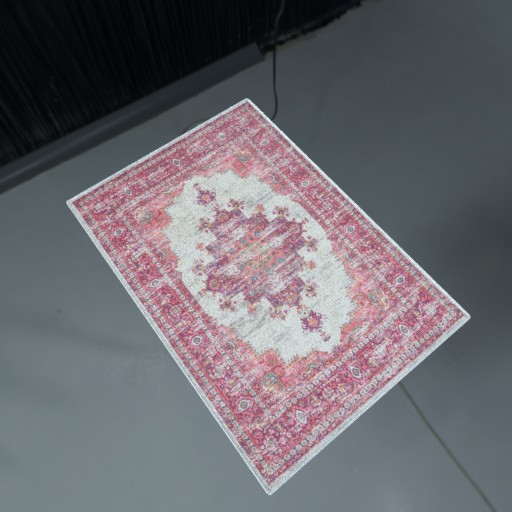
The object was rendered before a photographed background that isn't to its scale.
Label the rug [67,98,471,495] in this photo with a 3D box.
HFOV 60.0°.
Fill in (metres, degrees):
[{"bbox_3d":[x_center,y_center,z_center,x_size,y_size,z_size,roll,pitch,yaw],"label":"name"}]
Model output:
[{"bbox_3d":[0.000,0.000,2.227,1.217,0.011,1.747,-35,69,-15],"label":"rug"}]
